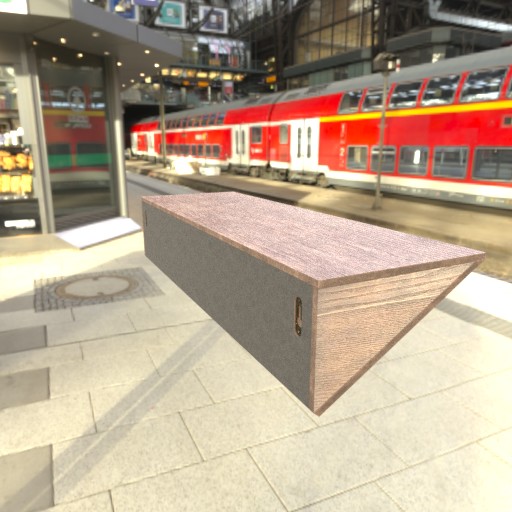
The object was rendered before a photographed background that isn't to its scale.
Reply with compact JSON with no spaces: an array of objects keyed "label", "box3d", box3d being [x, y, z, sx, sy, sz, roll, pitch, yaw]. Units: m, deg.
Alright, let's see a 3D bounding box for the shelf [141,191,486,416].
[{"label":"shelf","box3d":[0.000,0.000,0.672,0.200,0.125,0.610,-7,16,-26]}]
